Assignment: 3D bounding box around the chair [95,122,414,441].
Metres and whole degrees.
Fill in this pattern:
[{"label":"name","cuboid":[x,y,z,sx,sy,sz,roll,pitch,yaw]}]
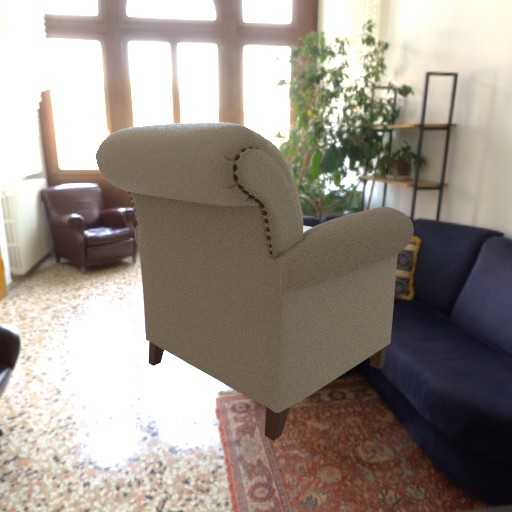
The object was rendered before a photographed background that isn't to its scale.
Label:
[{"label":"chair","cuboid":[0.000,0.000,1.639,0.854,0.927,0.890,14,20,43]}]
